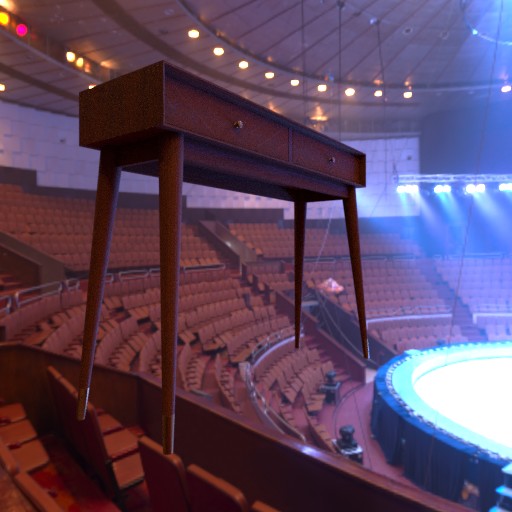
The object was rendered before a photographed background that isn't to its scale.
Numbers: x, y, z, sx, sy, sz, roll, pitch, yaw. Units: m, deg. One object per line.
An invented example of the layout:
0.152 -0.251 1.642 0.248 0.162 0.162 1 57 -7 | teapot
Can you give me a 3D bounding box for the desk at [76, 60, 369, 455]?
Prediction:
0.000 0.000 1.616 0.384 0.917 1.204 0 0 36 | desk
